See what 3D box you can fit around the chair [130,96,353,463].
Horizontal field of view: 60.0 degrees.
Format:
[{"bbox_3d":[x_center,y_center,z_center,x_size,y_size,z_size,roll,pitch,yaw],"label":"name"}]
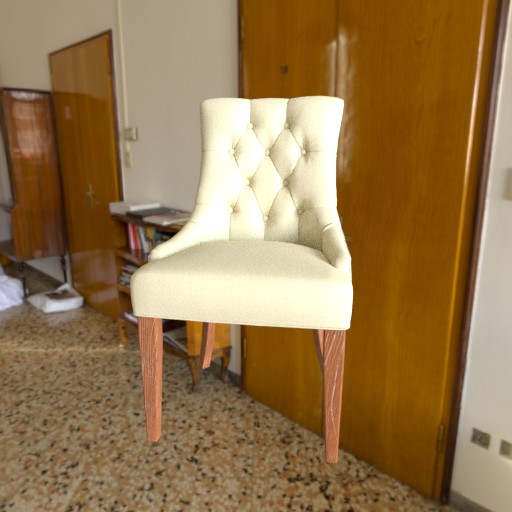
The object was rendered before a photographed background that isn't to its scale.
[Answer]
[{"bbox_3d":[0.000,0.000,1.216,0.509,0.874,0.565,2,14,10],"label":"chair"}]
